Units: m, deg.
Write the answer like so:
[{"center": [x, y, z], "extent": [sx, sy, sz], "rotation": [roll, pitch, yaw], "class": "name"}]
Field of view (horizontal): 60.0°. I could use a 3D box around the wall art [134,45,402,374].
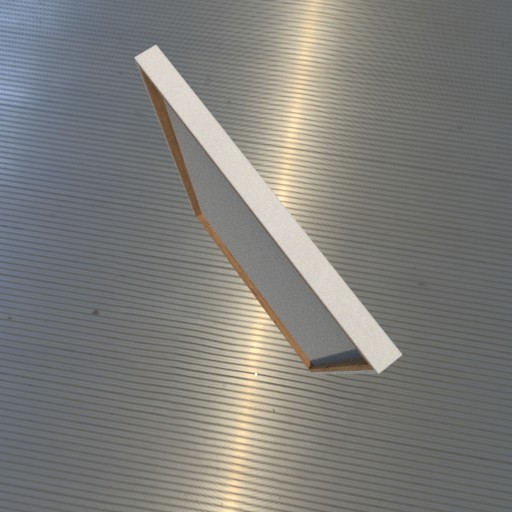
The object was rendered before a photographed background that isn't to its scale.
[{"center": [0.000, 0.000, 0.837], "extent": [0.037, 0.606, 0.508], "rotation": [-35, 78, -9], "class": "wall art"}]
